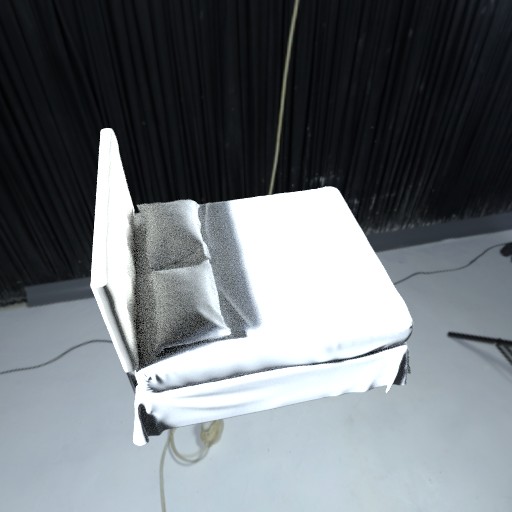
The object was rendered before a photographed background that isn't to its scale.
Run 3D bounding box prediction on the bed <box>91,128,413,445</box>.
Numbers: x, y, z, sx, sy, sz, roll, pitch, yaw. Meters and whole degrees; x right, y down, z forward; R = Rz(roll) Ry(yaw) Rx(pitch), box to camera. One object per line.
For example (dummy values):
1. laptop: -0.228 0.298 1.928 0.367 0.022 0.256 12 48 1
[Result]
1. bed: 0.000 0.000 3.489 2.222 1.577 1.936 -9 46 -9
